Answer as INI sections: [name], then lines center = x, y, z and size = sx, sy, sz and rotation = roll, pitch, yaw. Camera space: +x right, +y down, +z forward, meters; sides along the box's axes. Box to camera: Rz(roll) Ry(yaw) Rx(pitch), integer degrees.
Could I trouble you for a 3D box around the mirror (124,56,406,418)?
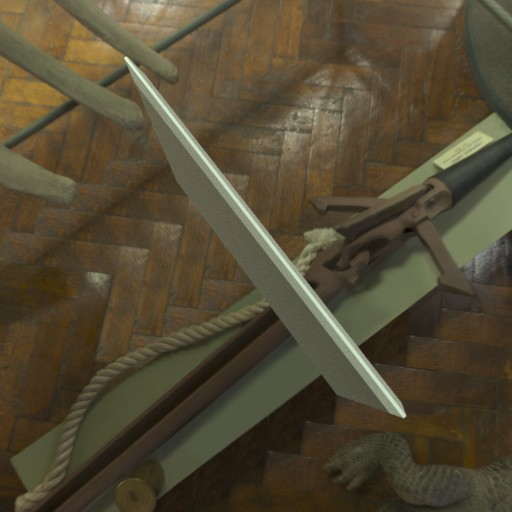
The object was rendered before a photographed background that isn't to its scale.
[mirror]
center = 0.000, 0.000, 1.132
size = 0.030, 0.630, 0.870
rotation = -36, 79, -8
